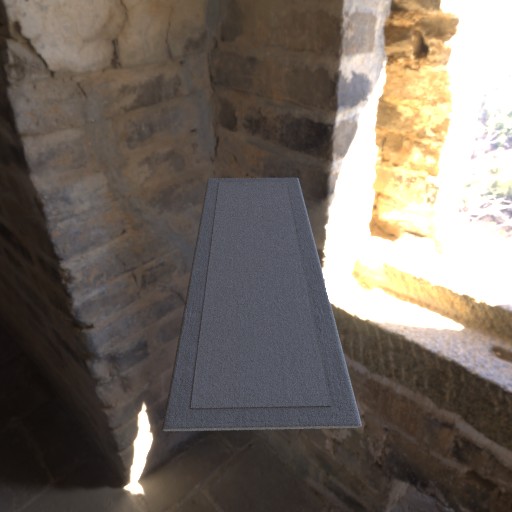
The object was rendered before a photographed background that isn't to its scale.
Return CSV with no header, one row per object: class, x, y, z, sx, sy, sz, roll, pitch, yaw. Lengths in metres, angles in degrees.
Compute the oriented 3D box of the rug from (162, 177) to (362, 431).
rug,0.000,0.000,2.701,0.759,0.012,2.430,-1,33,-1
